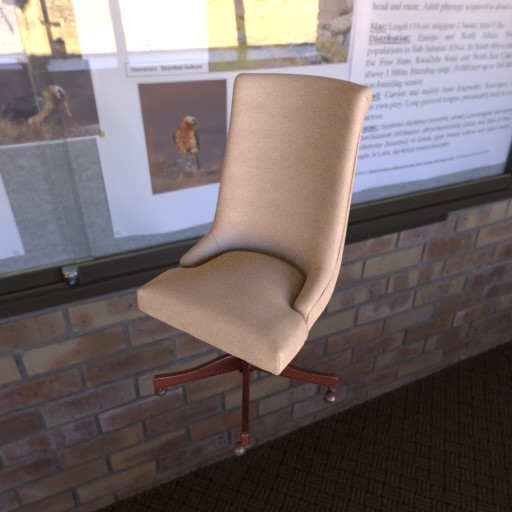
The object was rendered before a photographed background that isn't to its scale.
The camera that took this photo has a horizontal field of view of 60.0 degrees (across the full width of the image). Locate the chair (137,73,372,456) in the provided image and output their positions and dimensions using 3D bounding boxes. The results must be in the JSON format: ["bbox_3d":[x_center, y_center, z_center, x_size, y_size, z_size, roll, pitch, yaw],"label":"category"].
[{"bbox_3d":[0.000,0.000,1.428,0.645,1.010,0.696,19,36,28],"label":"chair"}]
